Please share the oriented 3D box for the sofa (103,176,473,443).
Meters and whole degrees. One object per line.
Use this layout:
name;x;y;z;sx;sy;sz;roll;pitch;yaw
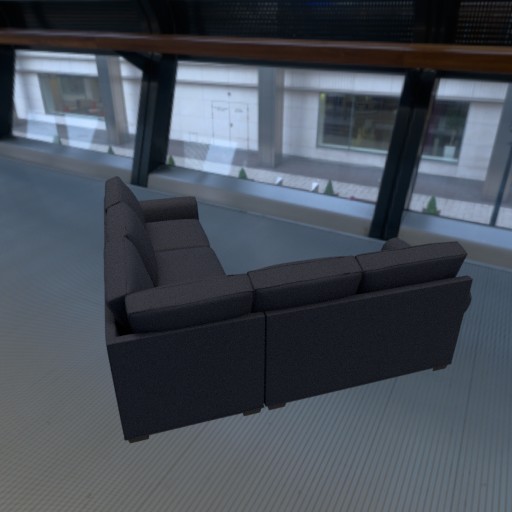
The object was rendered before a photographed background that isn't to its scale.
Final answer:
sofa;0.000;0.000;3.916;2.487;1.042;2.562;-8;28;-15
